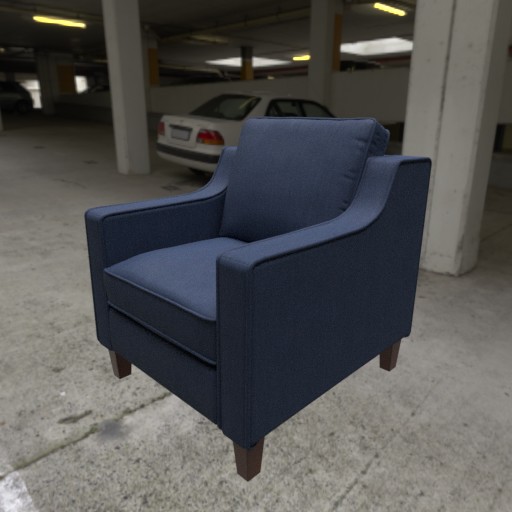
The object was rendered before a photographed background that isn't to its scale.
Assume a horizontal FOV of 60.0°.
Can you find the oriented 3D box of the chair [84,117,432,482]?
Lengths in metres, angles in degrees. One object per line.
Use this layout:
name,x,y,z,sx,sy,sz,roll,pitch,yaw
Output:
chair,0.000,0.000,1.606,0.831,0.960,0.909,17,24,42
